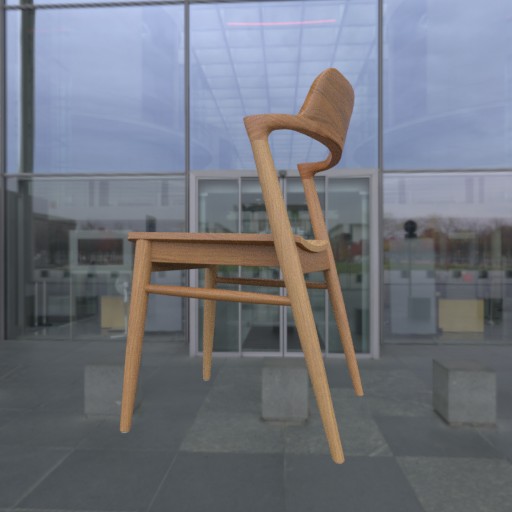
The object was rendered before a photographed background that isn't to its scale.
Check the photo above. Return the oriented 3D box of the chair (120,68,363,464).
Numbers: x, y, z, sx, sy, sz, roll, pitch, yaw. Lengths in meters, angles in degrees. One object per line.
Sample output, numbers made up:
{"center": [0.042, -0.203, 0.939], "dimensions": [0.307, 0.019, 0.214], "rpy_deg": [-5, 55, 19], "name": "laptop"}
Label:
{"center": [0.000, 0.000, 1.130], "dimensions": [0.499, 0.792, 0.512], "rpy_deg": [0, 0, 18], "name": "chair"}
